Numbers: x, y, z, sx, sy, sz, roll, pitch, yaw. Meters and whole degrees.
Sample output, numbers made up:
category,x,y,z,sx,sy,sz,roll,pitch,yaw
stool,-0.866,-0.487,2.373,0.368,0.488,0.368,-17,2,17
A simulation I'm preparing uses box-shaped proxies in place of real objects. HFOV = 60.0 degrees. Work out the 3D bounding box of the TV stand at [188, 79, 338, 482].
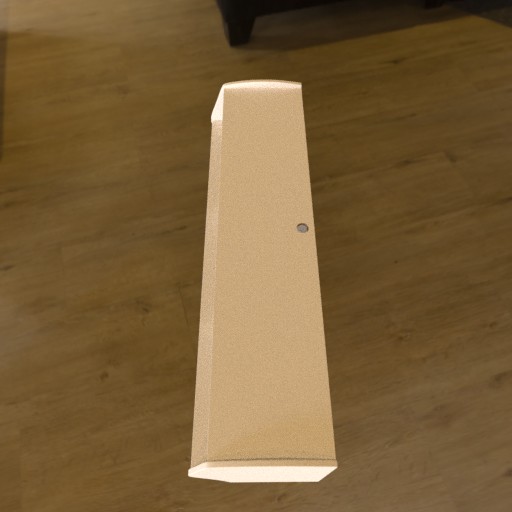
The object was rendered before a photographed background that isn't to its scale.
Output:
category,x,y,z,sx,sy,sz,roll,pitch,yaw
TV stand,0.000,0.000,1.652,0.397,0.424,1.473,0,59,0
